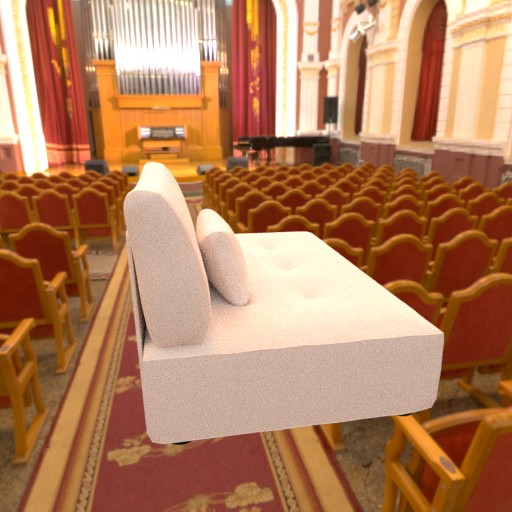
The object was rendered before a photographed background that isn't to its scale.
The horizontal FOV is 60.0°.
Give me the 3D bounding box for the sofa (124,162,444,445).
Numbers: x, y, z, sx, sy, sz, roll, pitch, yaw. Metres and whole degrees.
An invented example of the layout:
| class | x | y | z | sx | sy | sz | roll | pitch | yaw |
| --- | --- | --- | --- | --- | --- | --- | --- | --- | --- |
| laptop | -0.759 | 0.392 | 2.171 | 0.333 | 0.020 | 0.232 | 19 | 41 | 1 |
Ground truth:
| class | x | y | z | sx | sy | sz | roll | pitch | yaw |
| --- | --- | --- | --- | --- | --- | --- | --- | --- | --- |
| sofa | 0.000 | 0.000 | 2.029 | 1.000 | 0.820 | 1.450 | -3 | 17 | -10 |
